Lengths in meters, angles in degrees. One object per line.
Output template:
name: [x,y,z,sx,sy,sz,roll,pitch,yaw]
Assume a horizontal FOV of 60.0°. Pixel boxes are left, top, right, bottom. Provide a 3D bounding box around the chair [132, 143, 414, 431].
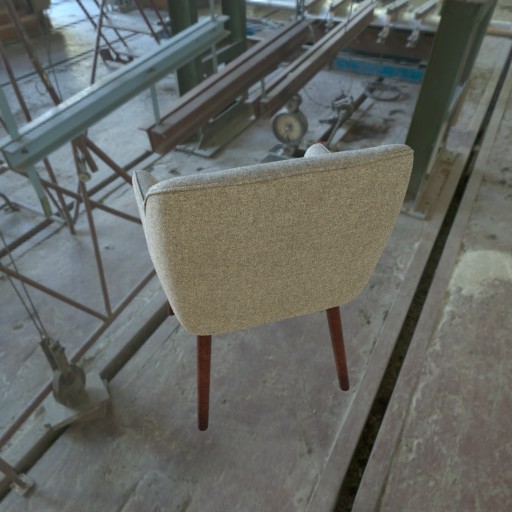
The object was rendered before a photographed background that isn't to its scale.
chair: [0.000,0.000,1.149,0.543,0.803,0.519,-11,43,-12]
